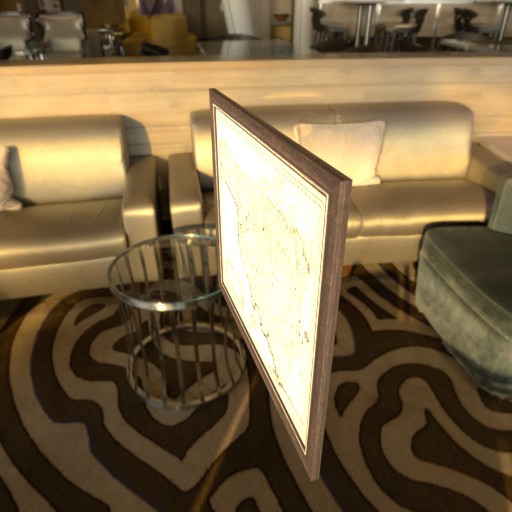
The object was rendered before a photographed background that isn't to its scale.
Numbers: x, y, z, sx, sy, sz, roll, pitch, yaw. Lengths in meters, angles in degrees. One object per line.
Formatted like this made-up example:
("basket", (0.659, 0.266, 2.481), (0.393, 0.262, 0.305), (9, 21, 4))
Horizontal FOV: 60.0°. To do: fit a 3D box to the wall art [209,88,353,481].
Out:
("wall art", (0.000, 0.000, 1.441), (0.023, 0.875, 1.033), (-9, 31, -16))
